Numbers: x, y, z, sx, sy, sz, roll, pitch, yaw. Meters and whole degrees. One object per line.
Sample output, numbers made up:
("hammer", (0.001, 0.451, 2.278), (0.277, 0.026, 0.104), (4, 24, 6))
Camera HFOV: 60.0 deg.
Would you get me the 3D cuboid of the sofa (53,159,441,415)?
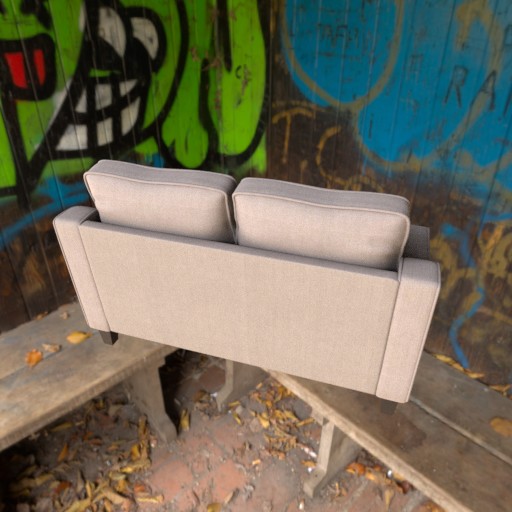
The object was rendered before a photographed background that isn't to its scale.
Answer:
("sofa", (0.000, 0.000, 2.060), (1.500, 0.948, 0.791), (10, 33, 15))
